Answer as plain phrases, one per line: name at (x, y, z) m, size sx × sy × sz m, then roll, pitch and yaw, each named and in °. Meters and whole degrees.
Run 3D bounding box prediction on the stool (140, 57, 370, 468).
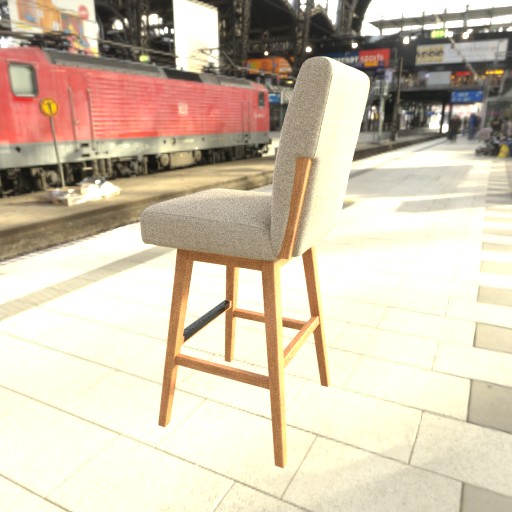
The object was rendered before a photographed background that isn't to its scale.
stool at (0.000, 0.000, 1.414) m, size 0.569 × 1.106 × 0.483 m, roll 8°, pitch 19°, yaw 24°
